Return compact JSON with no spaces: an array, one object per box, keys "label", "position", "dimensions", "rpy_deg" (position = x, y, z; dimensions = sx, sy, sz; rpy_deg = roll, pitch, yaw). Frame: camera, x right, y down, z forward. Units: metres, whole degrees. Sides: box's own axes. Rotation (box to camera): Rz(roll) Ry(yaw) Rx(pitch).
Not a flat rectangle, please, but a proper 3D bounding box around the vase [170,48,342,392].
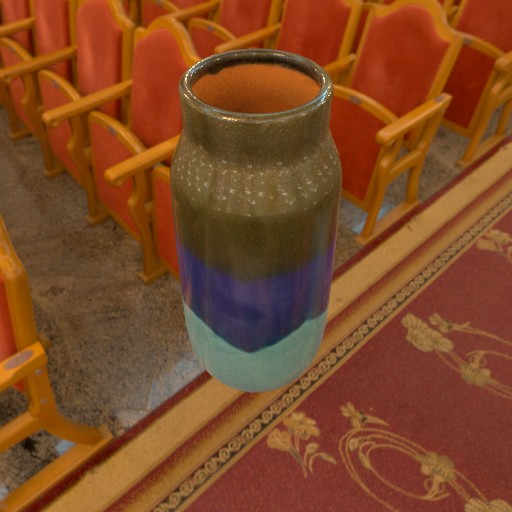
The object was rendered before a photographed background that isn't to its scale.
[{"label":"vase","position":[0.000,0.000,0.380],"dimensions":[0.139,0.313,0.139],"rpy_deg":[0,47,0]}]
